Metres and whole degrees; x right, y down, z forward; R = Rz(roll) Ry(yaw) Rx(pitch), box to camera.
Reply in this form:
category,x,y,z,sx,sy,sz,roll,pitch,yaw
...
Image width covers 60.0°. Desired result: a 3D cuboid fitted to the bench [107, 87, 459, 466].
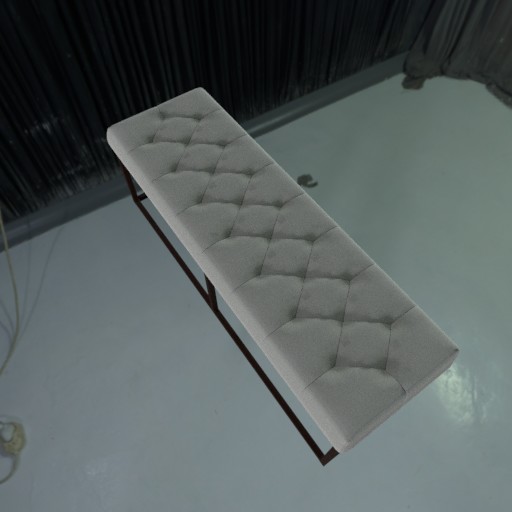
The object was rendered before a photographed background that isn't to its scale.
category,x,y,z,sx,sy,sz,roll,pitch,yaw
bench,0.000,0.000,1.740,0.479,0.488,1.488,-31,63,-18
